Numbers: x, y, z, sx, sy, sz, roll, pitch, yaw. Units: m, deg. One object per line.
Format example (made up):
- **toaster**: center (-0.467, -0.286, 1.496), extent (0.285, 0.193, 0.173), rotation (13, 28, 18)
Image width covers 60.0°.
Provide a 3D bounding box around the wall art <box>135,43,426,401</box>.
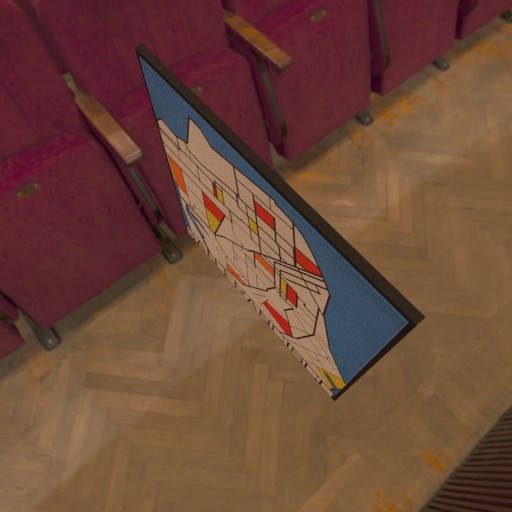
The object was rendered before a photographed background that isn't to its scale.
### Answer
- **wall art**: center (0.000, 0.000, 0.674), extent (0.013, 0.457, 0.458), rotation (-36, 69, -16)
